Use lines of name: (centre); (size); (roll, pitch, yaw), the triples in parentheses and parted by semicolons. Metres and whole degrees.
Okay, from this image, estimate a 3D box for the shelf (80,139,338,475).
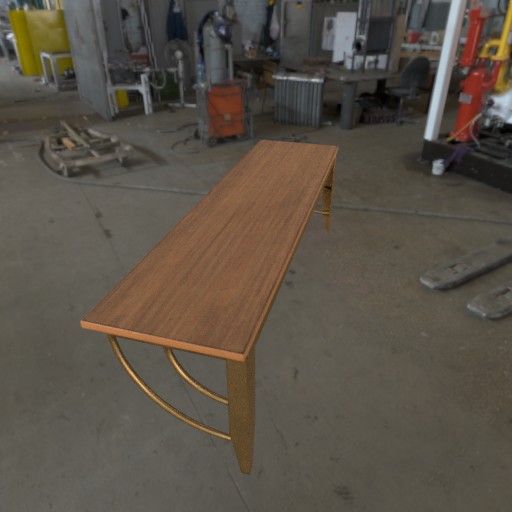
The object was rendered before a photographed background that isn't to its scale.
shelf: (0.000, 0.000, 0.716); (0.166, 0.190, 0.636); (9, 32, 14)
